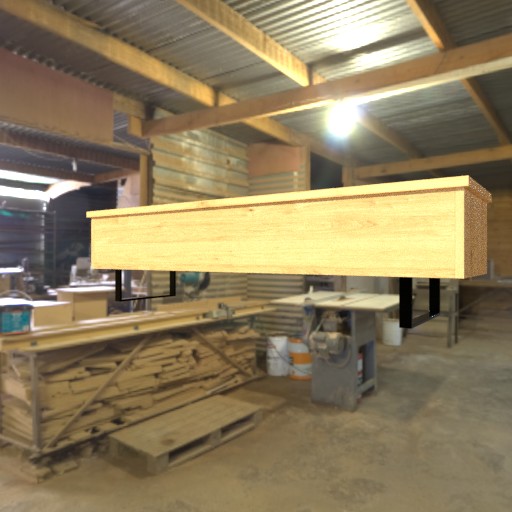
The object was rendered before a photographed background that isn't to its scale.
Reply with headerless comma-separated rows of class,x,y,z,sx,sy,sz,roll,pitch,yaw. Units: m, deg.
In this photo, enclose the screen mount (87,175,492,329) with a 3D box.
screen mount,0.000,0.000,1.853,1.700,0.430,0.450,0,0,35
